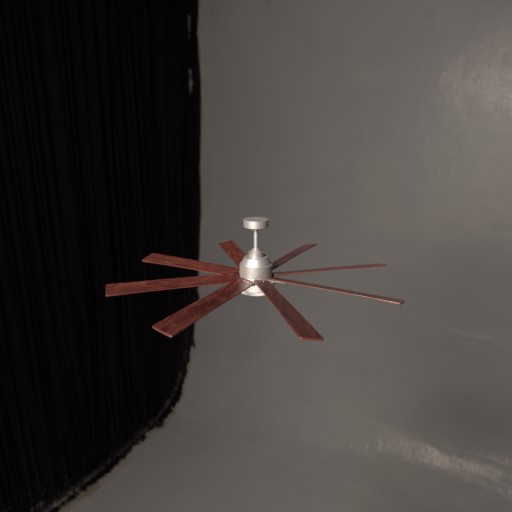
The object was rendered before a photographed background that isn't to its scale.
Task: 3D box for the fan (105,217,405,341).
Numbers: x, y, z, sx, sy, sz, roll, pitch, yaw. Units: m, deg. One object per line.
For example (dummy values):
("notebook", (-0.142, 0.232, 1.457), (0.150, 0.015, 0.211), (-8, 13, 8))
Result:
("fan", (0.000, 0.000, 2.798), (1.830, 0.472, 1.830), (9, 18, 28))
